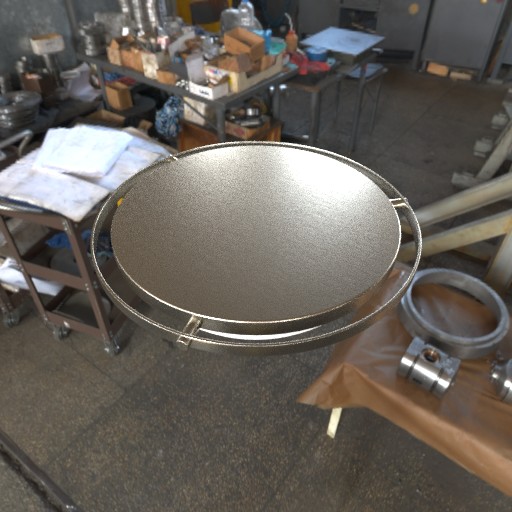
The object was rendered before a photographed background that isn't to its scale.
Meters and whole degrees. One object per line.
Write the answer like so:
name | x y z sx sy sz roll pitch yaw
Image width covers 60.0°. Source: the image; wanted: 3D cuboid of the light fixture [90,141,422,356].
light fixture | 0.000 0.000 0.541 0.361 0.130 0.361 0 42 0
